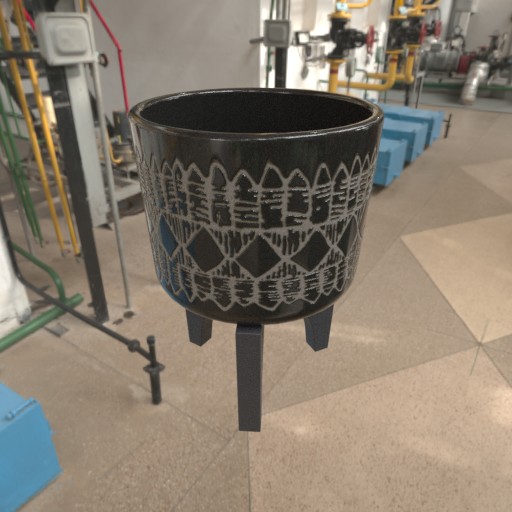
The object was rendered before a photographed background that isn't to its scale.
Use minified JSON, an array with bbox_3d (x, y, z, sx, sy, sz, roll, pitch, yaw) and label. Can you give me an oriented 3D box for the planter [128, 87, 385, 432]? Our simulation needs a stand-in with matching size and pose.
[{"bbox_3d":[0.000,0.000,0.271,0.129,0.177,0.129,0,29,0],"label":"planter"}]
